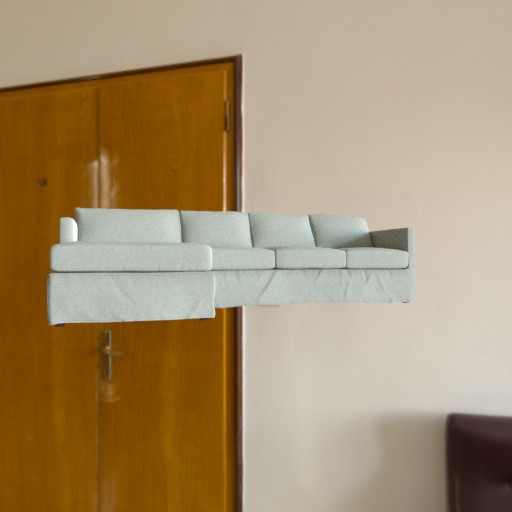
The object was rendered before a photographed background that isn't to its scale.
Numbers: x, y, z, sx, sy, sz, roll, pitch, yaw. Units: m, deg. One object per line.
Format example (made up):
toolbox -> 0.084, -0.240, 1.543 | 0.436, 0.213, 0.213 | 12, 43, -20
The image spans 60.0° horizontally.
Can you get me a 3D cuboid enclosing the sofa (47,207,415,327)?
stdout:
sofa -> 0.000, 0.000, 3.873 | 3.205, 0.922, 1.650 | 0, -1, -19
